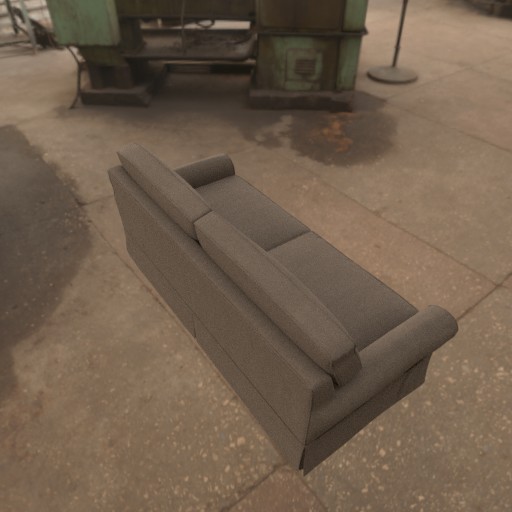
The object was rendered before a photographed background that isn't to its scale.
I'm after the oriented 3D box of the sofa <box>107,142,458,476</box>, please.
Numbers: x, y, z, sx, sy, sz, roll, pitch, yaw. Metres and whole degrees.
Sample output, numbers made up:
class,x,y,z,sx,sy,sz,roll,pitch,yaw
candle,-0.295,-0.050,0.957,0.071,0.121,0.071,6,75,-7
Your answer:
class,x,y,z,sx,sy,sz,roll,pitch,yaw
sofa,0.000,0.000,2.769,0.991,0.943,2.248,-25,46,-26
